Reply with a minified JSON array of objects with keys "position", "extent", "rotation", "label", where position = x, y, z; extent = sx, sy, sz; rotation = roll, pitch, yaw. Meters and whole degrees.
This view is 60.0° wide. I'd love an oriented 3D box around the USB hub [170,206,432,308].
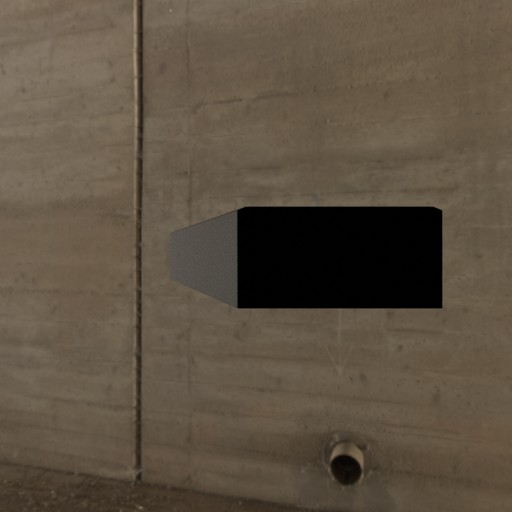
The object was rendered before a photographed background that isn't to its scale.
[{"position":[0.000,0.000,0.158],"extent":[0.044,0.023,0.145],"rotation":[0,0,-18],"label":"USB hub"}]
